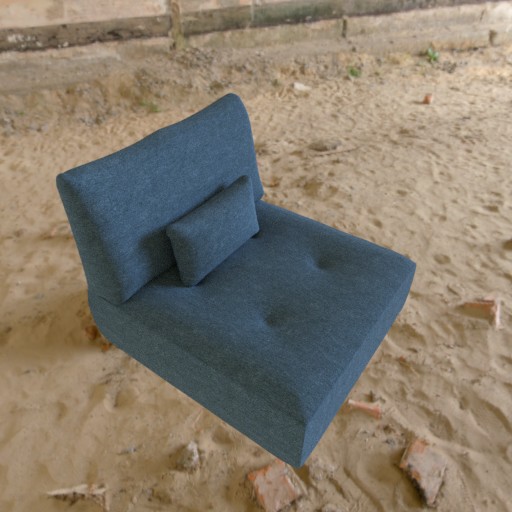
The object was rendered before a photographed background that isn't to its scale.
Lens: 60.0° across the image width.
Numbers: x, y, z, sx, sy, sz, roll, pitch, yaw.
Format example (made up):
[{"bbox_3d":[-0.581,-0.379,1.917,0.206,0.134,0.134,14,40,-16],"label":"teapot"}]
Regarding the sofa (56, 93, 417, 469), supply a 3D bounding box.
[{"bbox_3d":[0.000,0.000,1.709,1.000,0.820,0.930,25,46,26],"label":"sofa"}]
